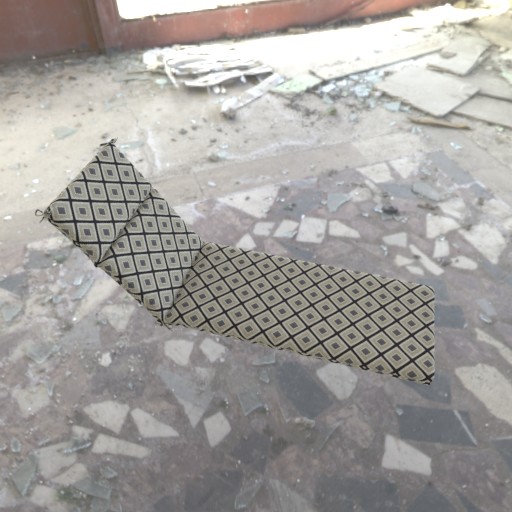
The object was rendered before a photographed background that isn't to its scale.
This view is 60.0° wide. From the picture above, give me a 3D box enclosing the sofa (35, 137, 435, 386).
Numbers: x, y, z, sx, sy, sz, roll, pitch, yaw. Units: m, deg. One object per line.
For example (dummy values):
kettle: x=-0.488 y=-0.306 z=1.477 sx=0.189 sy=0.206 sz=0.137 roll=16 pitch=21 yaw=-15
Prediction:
sofa: x=0.000 y=0.000 z=1.957 sx=1.663 sy=0.622 sz=0.582 roll=11 pitch=47 yaw=11
